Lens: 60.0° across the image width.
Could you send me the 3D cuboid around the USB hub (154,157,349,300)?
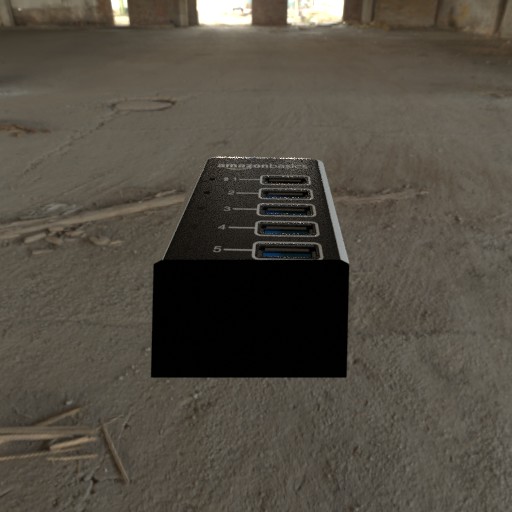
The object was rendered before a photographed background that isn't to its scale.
[{"bbox_3d":[0.000,0.000,0.124,0.044,0.023,0.110,1,30,2],"label":"USB hub"}]
